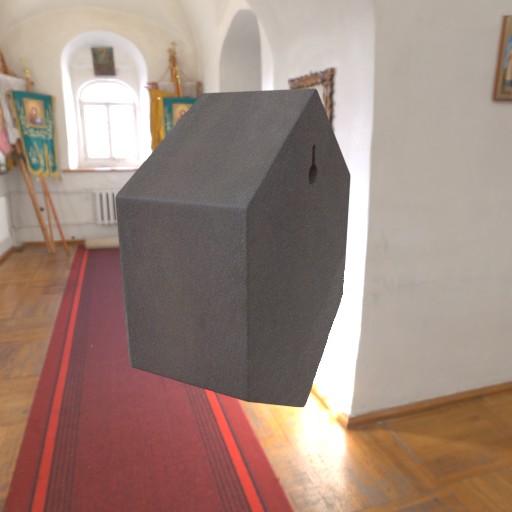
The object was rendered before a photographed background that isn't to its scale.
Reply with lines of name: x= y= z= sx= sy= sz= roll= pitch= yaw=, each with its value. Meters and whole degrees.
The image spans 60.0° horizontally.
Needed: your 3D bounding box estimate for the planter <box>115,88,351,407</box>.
planter: x=0.000 y=0.000 z=0.295 sx=0.077 sy=0.206 sz=0.169 roll=8 pitch=17 yaw=26
